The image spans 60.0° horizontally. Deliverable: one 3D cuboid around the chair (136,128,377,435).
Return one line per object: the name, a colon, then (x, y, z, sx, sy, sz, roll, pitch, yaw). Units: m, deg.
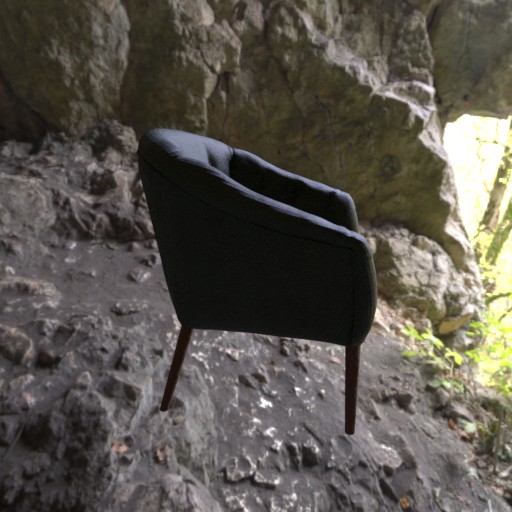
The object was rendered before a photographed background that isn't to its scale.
chair: (0.000, 0.000, 1.598, 0.776, 0.885, 0.851, 2, 16, 8)
